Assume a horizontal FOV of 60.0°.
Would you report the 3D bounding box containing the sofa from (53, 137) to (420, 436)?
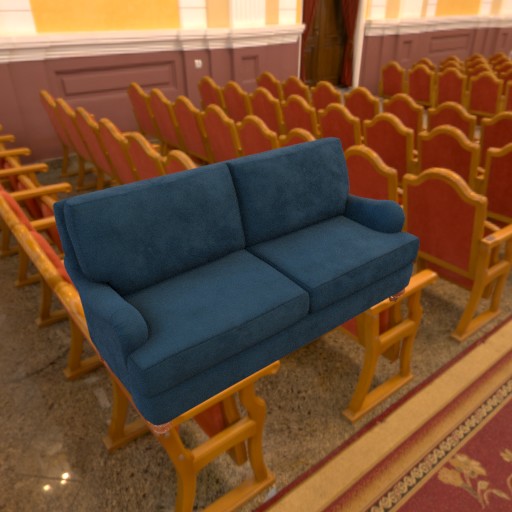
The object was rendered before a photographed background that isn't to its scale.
[{"bbox_3d":[0.000,0.000,2.854,2.141,1.101,1.084,-21,36,-32],"label":"sofa"}]
